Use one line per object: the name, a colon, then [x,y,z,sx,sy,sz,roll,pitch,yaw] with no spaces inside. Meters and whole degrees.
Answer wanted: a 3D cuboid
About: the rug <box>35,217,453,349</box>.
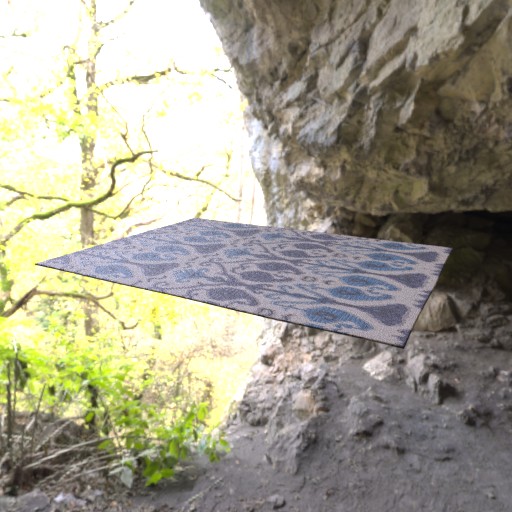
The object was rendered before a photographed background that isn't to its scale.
rug: [0.000,0.000,2.955,2.261,0.013,1.676,9,19,28]
